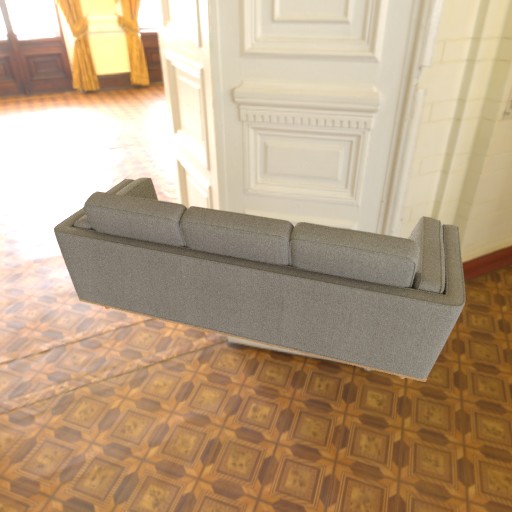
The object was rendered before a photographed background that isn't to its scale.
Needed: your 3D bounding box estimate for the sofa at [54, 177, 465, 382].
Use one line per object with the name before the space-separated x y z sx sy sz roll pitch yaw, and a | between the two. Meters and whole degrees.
sofa | 0.000 0.000 2.837 2.362 0.899 0.903 10 34 16
